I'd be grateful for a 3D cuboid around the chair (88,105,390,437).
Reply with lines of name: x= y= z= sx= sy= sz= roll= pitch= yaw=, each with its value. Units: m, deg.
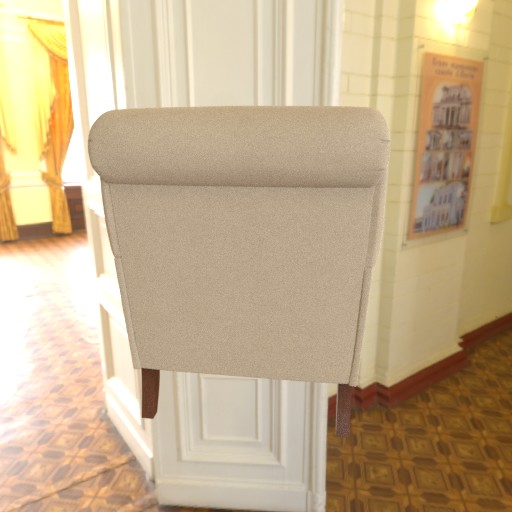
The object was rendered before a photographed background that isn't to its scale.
chair: x=0.000 y=0.000 z=1.528 sx=0.766 sy=0.942 sz=0.842 roll=2 pitch=15 yaw=8
